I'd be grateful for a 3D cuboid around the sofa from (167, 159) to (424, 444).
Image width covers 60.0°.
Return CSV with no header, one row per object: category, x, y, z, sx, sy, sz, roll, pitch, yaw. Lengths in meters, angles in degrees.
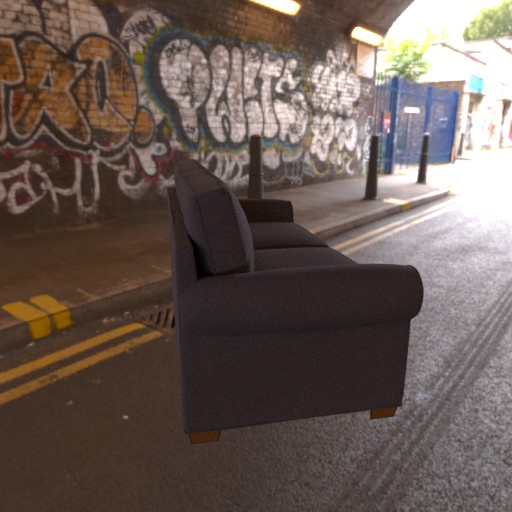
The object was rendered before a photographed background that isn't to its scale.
sofa,0.000,0.000,2.544,0.951,1.031,2.009,-3,16,-11
